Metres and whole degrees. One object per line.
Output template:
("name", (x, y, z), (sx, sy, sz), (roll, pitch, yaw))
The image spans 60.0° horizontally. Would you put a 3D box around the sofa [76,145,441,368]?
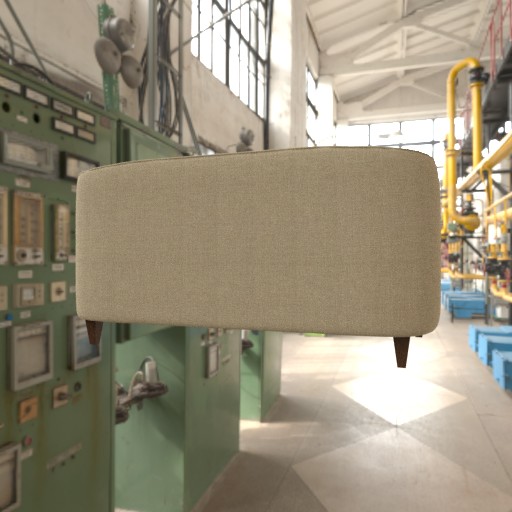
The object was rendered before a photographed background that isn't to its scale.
("sofa", (0.000, 0.000, 2.263), (1.733, 0.855, 0.941), (0, 0, 19))
